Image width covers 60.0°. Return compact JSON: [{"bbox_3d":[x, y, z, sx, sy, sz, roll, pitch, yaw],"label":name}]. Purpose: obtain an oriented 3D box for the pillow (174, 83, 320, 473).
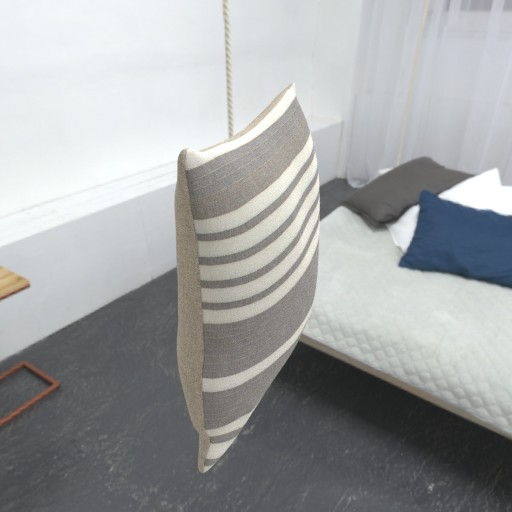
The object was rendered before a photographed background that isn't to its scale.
[{"bbox_3d":[0.000,0.000,0.665,0.182,0.440,0.439,9,31,15],"label":"pillow"}]
